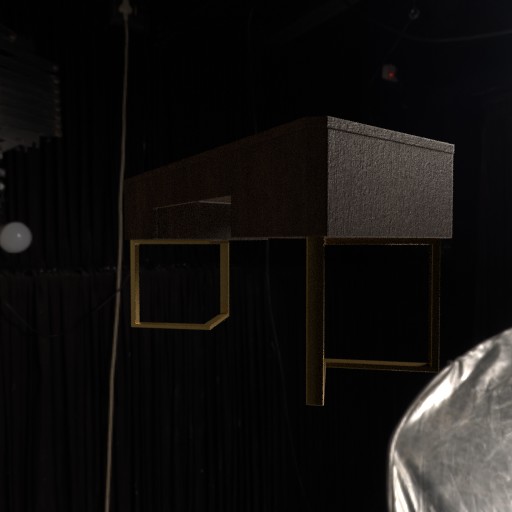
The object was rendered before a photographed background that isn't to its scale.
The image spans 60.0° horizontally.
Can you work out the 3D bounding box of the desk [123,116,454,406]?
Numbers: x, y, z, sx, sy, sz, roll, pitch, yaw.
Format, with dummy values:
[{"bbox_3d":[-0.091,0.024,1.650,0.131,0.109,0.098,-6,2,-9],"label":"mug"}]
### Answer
[{"bbox_3d":[0.000,0.000,1.921,0.684,0.762,1.479,-1,2,-35],"label":"desk"}]
